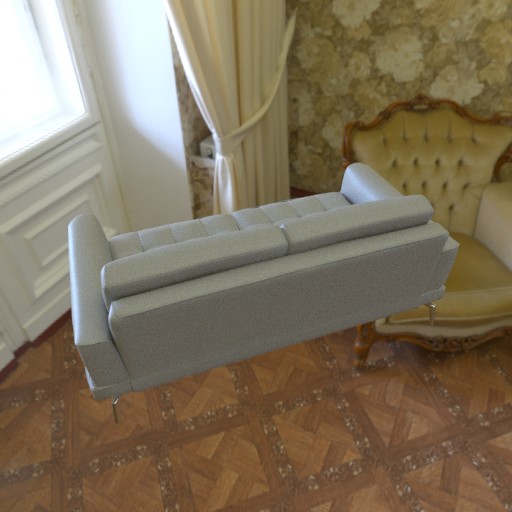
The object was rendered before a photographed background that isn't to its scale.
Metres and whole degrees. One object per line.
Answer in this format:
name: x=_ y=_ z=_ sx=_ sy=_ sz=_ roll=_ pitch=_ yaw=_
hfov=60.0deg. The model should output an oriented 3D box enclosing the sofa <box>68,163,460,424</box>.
sofa: x=0.000 y=0.000 z=2.739 sx=2.177 sy=0.930 sz=1.121 roll=-13 pitch=42 yaw=-15
